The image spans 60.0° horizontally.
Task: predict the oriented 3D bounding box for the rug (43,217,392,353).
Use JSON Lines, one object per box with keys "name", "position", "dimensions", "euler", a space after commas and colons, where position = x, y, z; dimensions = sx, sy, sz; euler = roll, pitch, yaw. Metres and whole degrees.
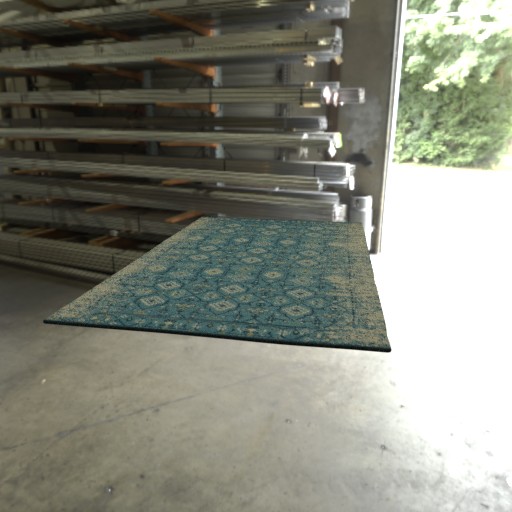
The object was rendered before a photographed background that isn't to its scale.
{"name": "rug", "position": [0.000, 0.000, 3.009], "dimensions": [1.530, 0.015, 2.449], "euler": [3, 17, 10]}
